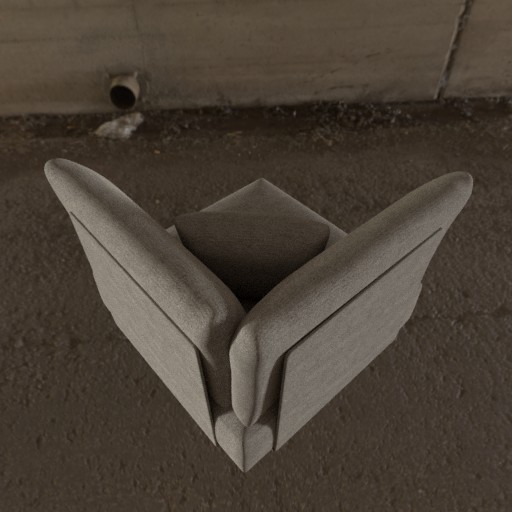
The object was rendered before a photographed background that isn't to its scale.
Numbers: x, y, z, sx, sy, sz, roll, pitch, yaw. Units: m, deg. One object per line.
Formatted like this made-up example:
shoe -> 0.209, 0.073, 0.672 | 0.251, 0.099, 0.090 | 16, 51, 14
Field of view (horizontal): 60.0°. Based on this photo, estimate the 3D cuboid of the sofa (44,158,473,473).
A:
sofa -> 0.000, 0.000, 1.690 | 1.000, 0.820, 1.000 | -33, 54, -27
